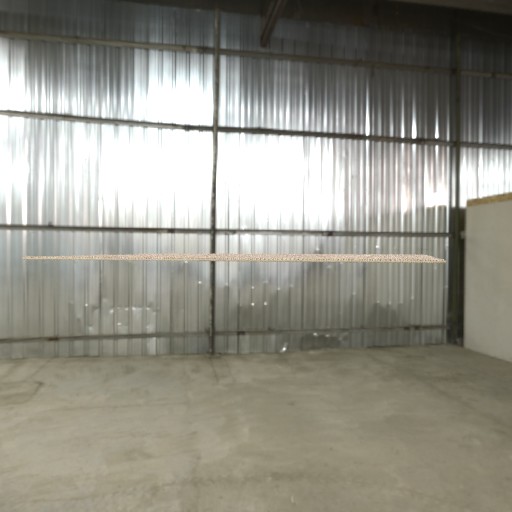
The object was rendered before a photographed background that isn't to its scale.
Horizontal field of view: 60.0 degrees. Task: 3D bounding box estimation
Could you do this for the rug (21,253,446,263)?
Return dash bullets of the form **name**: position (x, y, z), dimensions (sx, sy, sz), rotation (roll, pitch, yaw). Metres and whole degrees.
- **rug**: position (0.000, 0.000, 4.122), dimensions (3.052, 0.030, 2.429), rotation (0, 1, 18)
